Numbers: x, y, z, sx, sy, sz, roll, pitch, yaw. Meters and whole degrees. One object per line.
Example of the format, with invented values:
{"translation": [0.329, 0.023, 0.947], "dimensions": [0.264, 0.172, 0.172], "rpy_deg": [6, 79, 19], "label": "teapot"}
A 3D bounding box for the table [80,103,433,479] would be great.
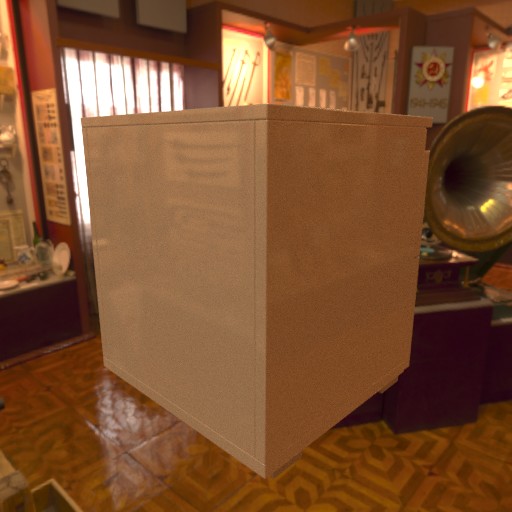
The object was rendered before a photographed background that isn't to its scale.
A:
{"translation": [0.000, 0.000, 0.788], "dimensions": [0.420, 0.470, 0.400], "rpy_deg": [14, 20, 42], "label": "table"}
